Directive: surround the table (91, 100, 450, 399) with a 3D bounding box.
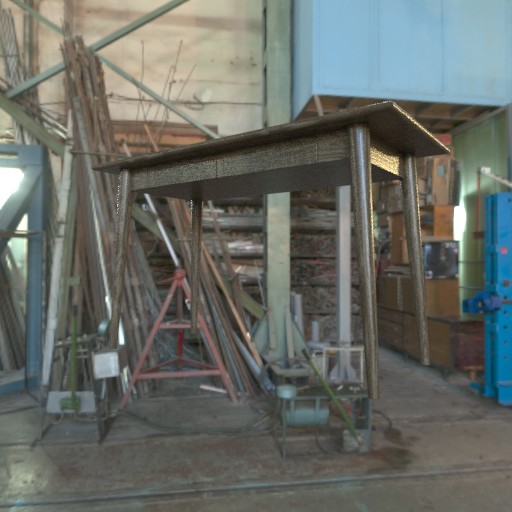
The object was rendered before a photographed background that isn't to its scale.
[{"bbox_3d":[0.000,0.000,1.740,1.300,0.780,0.599,0,-1,36],"label":"table"}]
